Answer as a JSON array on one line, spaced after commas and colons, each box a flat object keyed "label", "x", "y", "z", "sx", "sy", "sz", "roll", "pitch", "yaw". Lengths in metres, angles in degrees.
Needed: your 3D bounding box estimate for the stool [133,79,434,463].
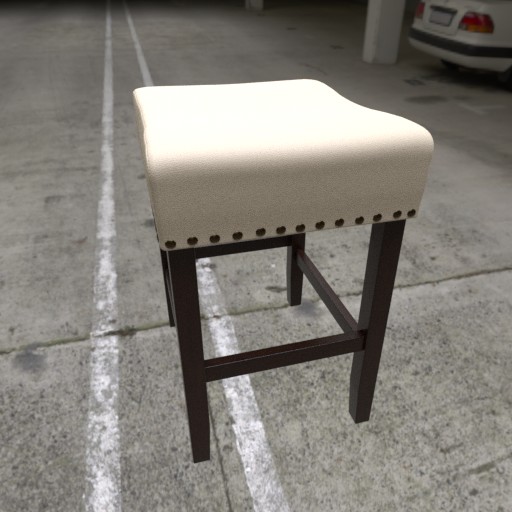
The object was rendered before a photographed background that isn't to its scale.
[{"label": "stool", "x": 0.000, "y": 0.000, "z": 0.910, "sx": 0.401, "sy": 0.609, "sz": 0.471, "roll": -8, "pitch": 32, "yaw": -13}]
